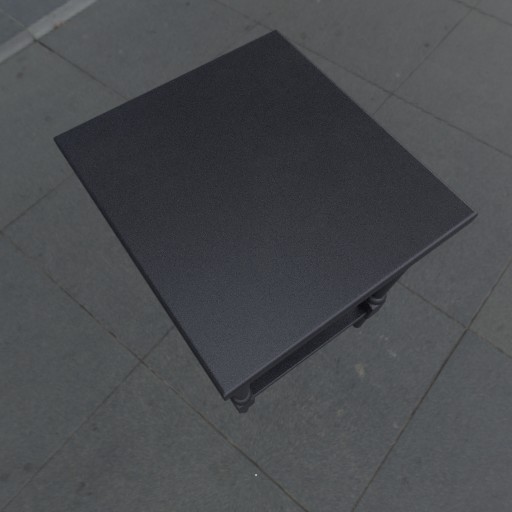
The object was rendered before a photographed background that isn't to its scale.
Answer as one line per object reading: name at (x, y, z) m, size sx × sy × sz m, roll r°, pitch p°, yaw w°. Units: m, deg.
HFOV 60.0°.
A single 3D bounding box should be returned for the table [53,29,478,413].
table at (0.000, 0.000, 0.919) m, size 0.442 × 0.565 × 0.488 m, roll -33°, pitch 68°, yaw -15°
